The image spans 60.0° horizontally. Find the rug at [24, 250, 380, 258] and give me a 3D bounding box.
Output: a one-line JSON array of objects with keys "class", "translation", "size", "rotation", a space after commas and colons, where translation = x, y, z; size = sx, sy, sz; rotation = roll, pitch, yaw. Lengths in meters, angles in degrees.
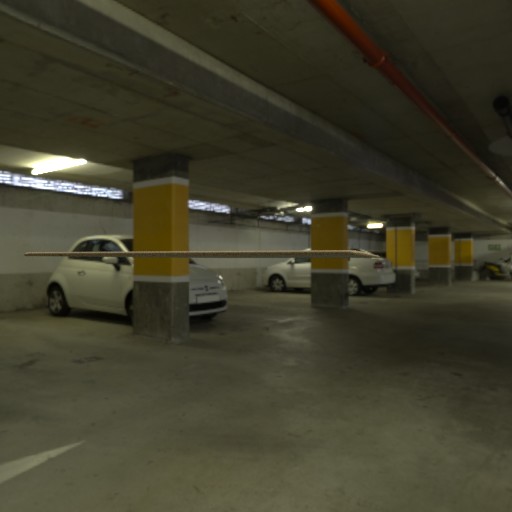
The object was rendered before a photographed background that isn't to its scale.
[{"class": "rug", "translation": [0.000, 0.000, 2.074], "size": [1.062, 0.013, 1.667], "rotation": [0, -1, 18]}]
